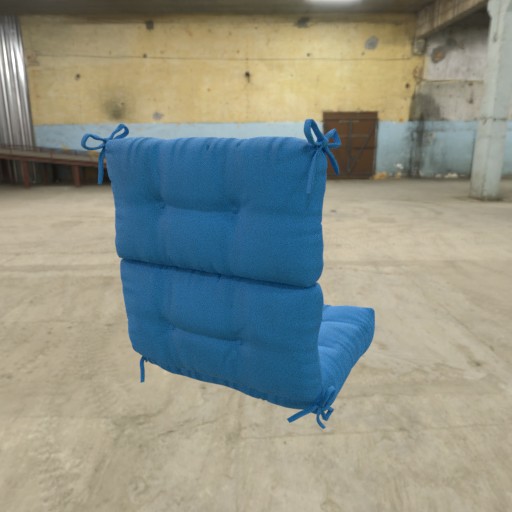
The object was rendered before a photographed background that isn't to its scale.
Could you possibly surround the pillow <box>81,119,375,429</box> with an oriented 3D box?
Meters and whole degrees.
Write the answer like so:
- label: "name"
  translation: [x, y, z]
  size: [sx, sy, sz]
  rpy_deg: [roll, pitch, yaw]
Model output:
- label: "pillow"
  translation: [0.000, 0.000, 1.066]
  size: [0.519, 0.605, 0.571]
  rpy_deg: [8, 16, 27]
